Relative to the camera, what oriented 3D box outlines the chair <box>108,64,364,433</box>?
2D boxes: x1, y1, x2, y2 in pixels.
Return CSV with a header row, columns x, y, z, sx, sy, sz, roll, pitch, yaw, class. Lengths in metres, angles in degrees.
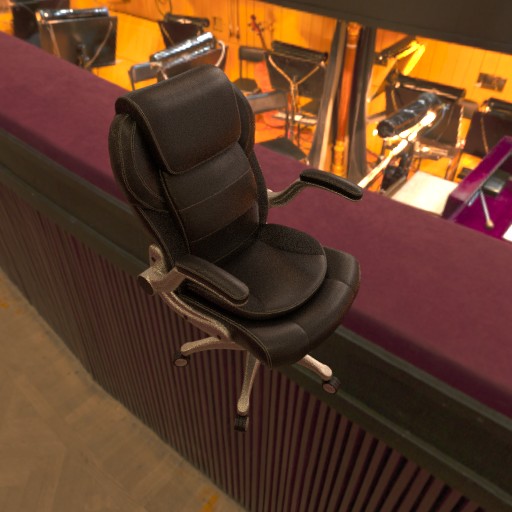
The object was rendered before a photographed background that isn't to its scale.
x,y,z,sx,sy,sz,roll,pitch,yaw,class
0.000,0.000,1.625,0.801,1.141,0.724,28,48,28,chair
